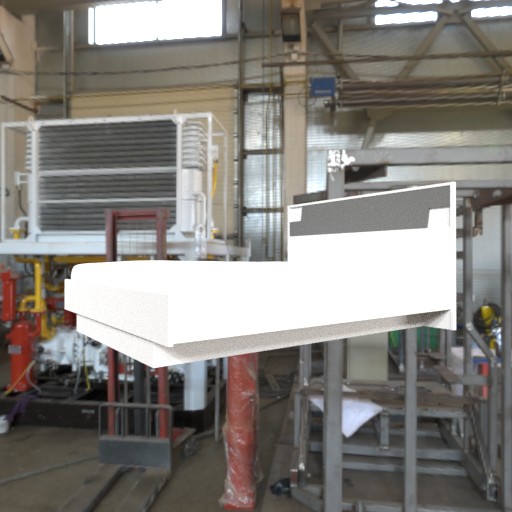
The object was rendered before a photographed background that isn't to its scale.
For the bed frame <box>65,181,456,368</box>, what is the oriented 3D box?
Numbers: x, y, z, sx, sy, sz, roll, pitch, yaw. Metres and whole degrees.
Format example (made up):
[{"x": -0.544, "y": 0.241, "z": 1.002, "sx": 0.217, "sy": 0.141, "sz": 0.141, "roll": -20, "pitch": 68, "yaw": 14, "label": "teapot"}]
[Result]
[{"x": 0.000, "y": 0.000, "z": 3.060, "sx": 2.100, "sy": 1.001, "sz": 1.711, "roll": 0, "pitch": 0, "yaw": -37, "label": "bed frame"}]
